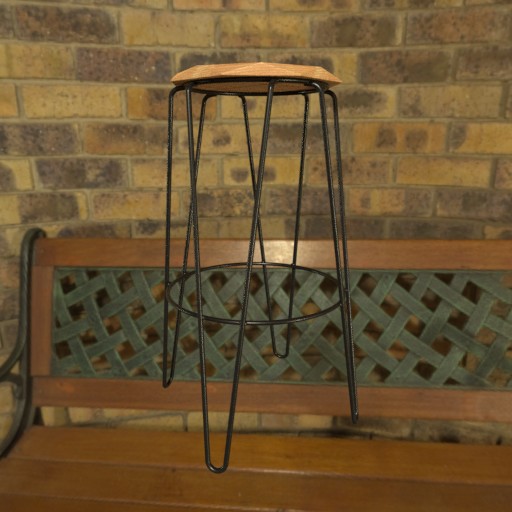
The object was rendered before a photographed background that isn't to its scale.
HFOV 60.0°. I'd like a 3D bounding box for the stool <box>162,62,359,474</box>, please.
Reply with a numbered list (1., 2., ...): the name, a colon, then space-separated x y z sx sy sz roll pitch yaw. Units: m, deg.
1. stool: 0.000 0.000 0.798 0.326 0.610 0.326 -7 17 -25
